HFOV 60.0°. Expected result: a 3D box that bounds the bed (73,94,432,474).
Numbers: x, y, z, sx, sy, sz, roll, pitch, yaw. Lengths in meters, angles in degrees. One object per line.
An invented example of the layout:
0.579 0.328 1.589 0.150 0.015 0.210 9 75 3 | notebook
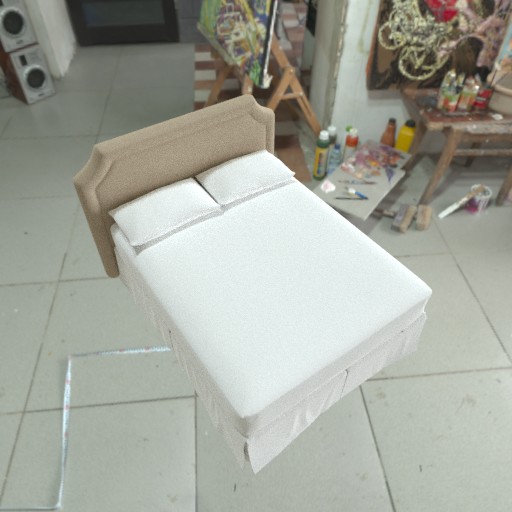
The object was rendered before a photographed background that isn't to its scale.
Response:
0.000 0.000 3.336 1.828 1.301 2.204 -27 53 -23 | bed
